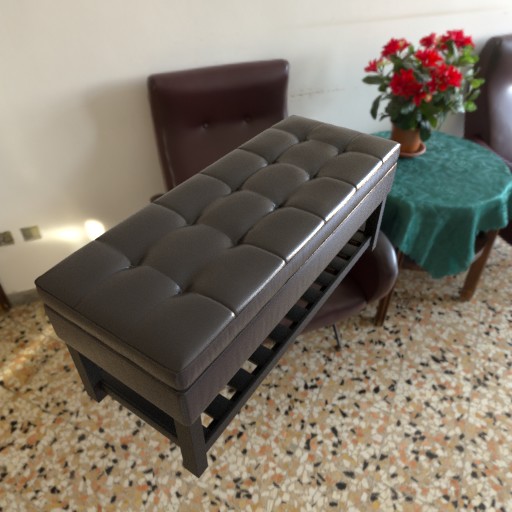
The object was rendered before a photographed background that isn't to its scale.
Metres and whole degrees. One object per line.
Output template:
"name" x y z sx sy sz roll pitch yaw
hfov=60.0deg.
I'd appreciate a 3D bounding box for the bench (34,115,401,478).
"bench" 0.000 0.000 1.341 0.432 0.460 1.105 24 45 26
